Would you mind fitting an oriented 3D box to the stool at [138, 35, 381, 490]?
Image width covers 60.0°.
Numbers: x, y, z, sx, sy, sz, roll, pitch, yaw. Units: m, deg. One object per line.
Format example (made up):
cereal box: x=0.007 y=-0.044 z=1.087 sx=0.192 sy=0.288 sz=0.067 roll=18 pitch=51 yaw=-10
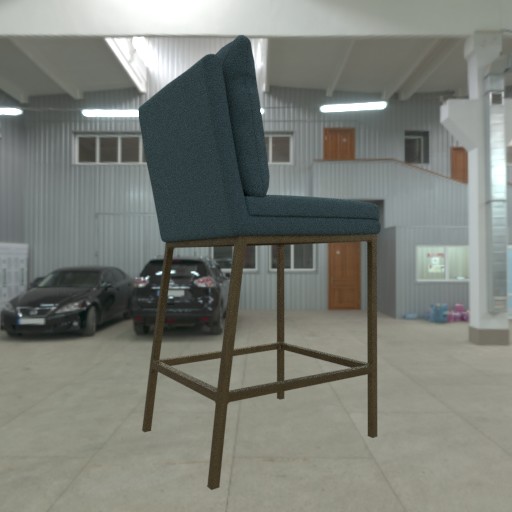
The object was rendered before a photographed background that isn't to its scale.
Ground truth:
stool: x=0.000 y=0.000 z=1.300 sx=0.568 sy=1.032 sz=0.463 roll=0 pitch=-1 yaw=-35
